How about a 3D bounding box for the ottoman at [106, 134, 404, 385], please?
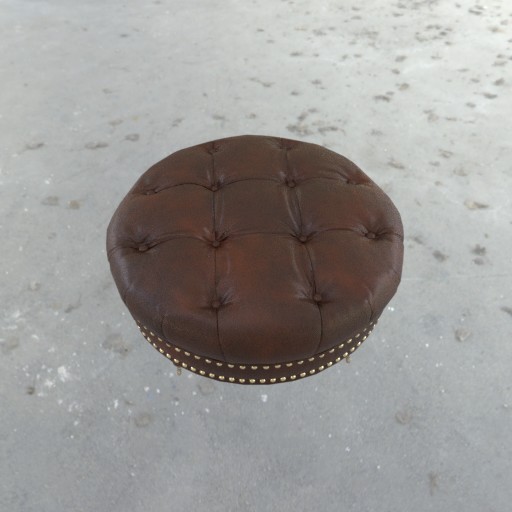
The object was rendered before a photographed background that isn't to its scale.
[{"bbox_3d":[0.000,0.000,1.430,0.901,0.455,0.901,0,46,0],"label":"ottoman"}]
